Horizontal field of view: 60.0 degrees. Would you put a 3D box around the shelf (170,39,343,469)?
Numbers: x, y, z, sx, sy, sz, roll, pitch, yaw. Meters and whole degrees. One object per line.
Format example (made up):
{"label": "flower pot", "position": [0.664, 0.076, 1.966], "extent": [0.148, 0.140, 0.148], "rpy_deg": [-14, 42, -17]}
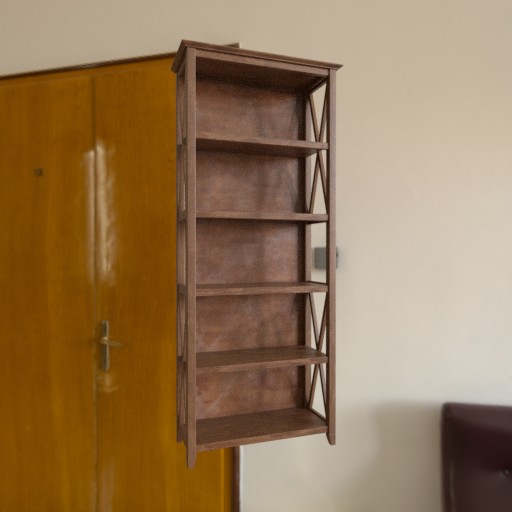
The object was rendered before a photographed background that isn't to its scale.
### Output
{"label": "shelf", "position": [0.000, 0.000, 2.239], "extent": [0.805, 1.905, 0.335], "rpy_deg": [0, 1, -19]}
